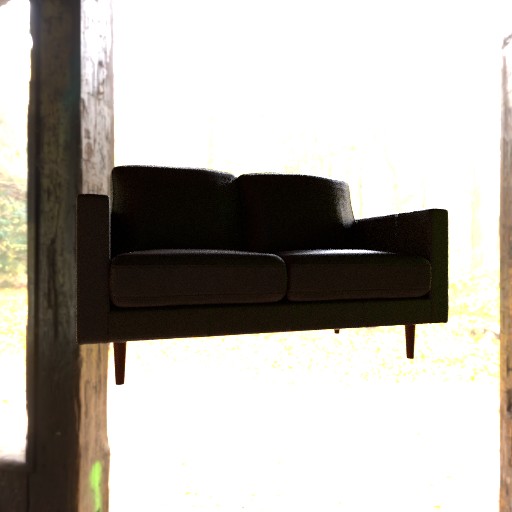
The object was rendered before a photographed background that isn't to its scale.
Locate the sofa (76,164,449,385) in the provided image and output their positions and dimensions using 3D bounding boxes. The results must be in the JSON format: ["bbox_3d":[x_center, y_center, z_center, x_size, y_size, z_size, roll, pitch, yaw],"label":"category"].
[{"bbox_3d":[0.000,0.000,2.155,1.578,0.951,0.909,0,0,-19],"label":"sofa"}]
